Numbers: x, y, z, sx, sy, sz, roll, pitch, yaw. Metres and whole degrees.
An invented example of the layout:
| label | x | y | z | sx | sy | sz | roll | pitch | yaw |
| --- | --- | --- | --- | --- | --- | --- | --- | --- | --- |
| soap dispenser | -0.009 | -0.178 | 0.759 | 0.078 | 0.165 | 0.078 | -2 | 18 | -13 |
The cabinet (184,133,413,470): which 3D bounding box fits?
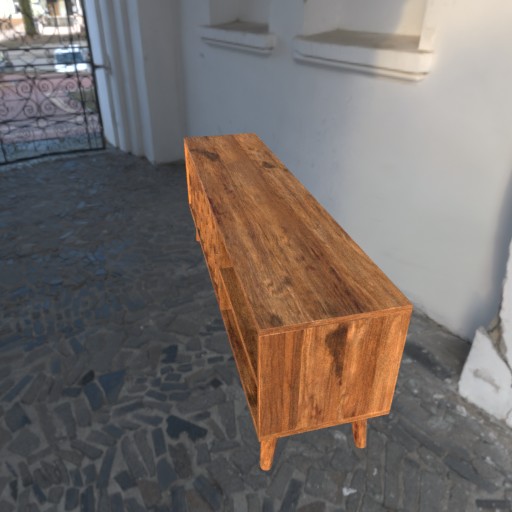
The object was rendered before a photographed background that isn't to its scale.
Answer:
| label | x | y | z | sx | sy | sz | roll | pitch | yaw |
| --- | --- | --- | --- | --- | --- | --- | --- | --- | --- |
| cabinet | 0.000 | 0.000 | 1.674 | 0.349 | 0.528 | 1.448 | -7 | 31 | -12 |
